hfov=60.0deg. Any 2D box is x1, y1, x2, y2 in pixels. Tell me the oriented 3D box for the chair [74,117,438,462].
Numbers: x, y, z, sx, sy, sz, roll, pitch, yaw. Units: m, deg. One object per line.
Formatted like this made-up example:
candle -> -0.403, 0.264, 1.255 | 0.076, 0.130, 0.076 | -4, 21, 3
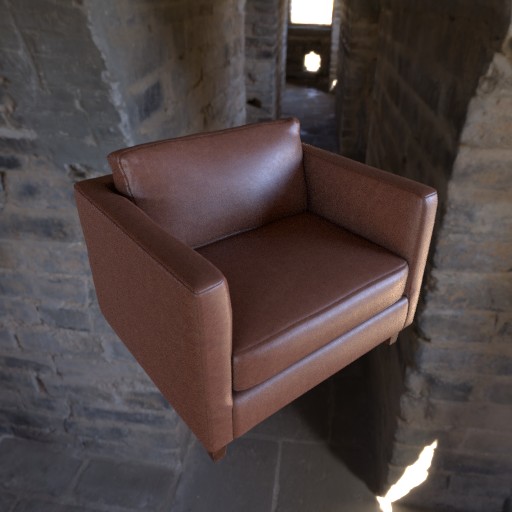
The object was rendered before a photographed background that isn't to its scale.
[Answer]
chair -> 0.000, 0.000, 1.823 | 1.107, 0.917, 0.959 | -22, 37, -32
